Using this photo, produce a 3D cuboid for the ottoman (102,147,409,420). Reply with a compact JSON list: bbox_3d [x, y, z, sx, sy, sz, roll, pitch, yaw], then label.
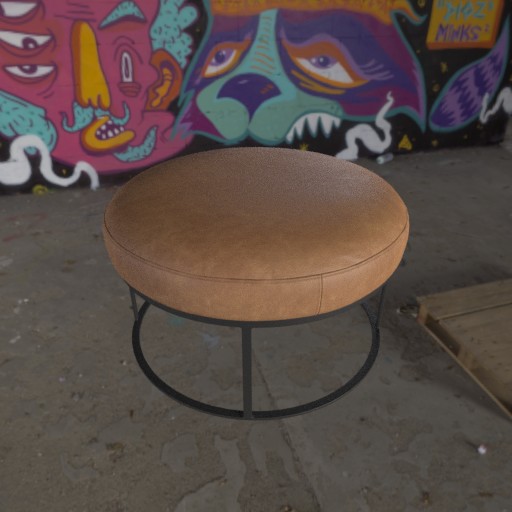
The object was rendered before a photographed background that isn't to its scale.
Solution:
[{"bbox_3d":[0.000,0.000,1.238,0.771,0.460,0.771,0,31,0],"label":"ottoman"}]
